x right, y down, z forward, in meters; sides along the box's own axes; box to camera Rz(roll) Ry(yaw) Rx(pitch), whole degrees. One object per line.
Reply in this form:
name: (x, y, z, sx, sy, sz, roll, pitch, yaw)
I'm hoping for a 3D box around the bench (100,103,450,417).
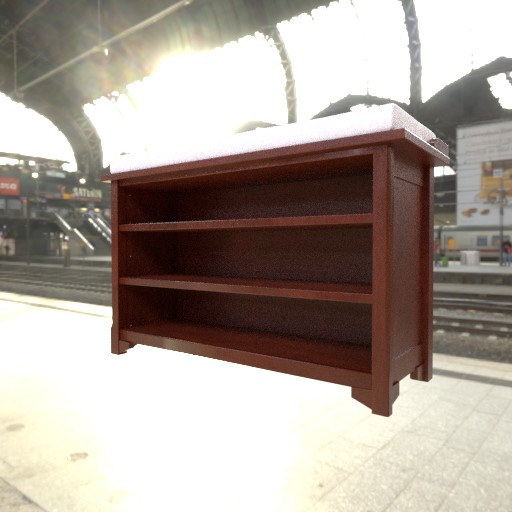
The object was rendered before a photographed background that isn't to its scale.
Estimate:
bench: (0.000, 0.000, 1.310, 0.987, 0.646, 0.369, 1, 2, 36)
